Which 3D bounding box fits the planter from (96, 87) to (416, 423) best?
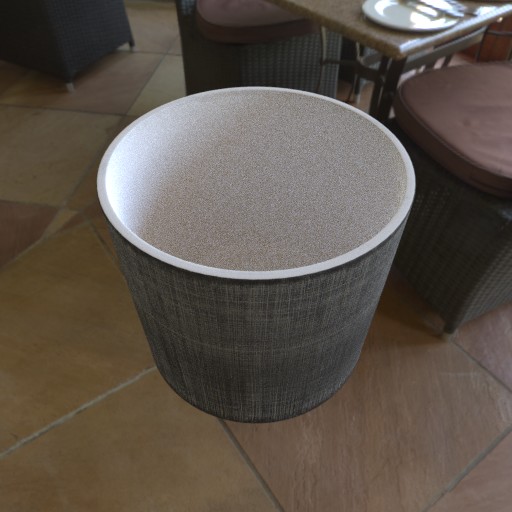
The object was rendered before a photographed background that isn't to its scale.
[{"bbox_3d":[0.000,0.000,0.389,0.221,0.201,0.221,0,47,0],"label":"planter"}]
